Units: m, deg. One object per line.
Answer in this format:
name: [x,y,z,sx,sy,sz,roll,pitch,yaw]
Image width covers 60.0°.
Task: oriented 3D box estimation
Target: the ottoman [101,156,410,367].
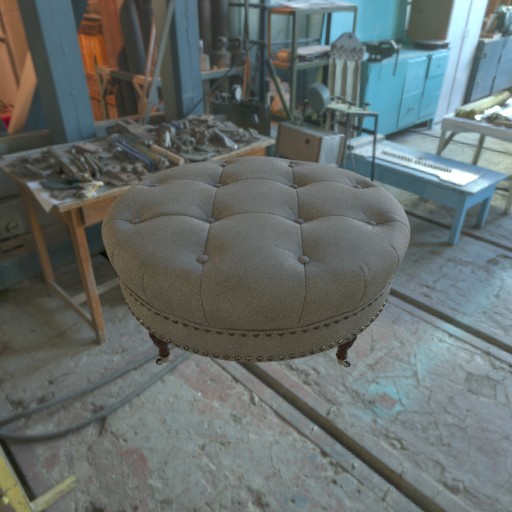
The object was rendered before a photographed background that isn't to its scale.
ottoman: [0.000,0.000,1.425,0.901,0.439,0.901,0,32,0]
